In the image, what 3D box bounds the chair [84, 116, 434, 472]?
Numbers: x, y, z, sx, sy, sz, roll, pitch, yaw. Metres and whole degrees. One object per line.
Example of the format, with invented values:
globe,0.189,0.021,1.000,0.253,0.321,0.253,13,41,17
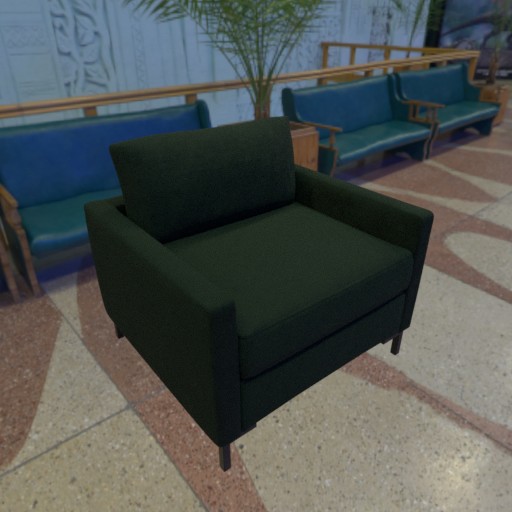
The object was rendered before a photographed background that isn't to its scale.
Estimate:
chair,0.000,0.000,1.655,0.963,0.861,0.866,-21,35,-33
